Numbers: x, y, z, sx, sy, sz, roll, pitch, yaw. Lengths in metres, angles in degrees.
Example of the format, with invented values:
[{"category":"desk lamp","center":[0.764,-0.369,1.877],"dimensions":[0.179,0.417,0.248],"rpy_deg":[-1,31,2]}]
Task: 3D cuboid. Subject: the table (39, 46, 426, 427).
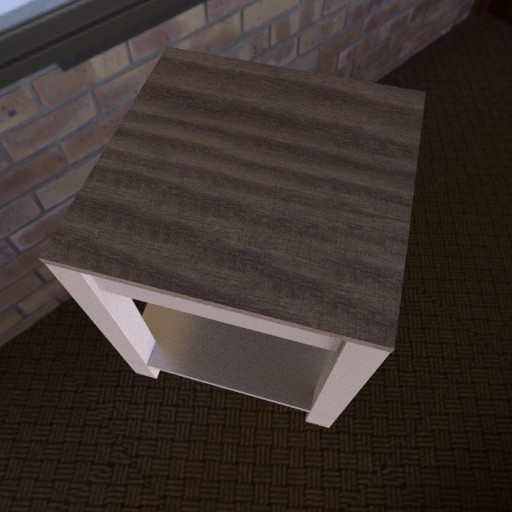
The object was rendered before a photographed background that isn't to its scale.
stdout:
[{"category":"table","center":[0.000,0.000,0.976],"dimensions":[0.506,0.587,0.504],"rpy_deg":[13,60,8]}]
